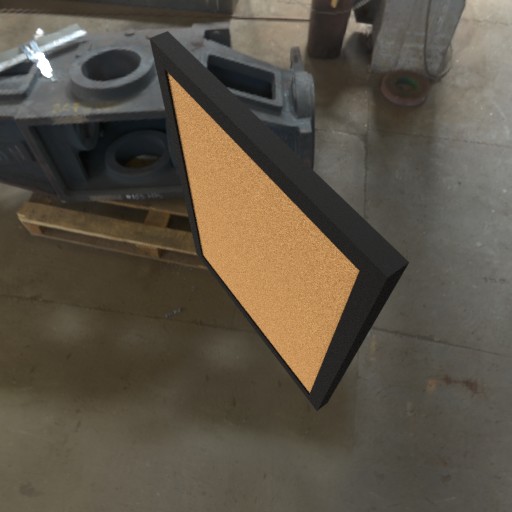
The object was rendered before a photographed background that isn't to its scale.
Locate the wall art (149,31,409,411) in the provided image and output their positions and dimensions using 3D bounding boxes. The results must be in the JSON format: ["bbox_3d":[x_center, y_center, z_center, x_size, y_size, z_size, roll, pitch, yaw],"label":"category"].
[{"bbox_3d":[0.000,0.000,0.750,0.029,0.559,0.457,-32,64,-18],"label":"wall art"}]
